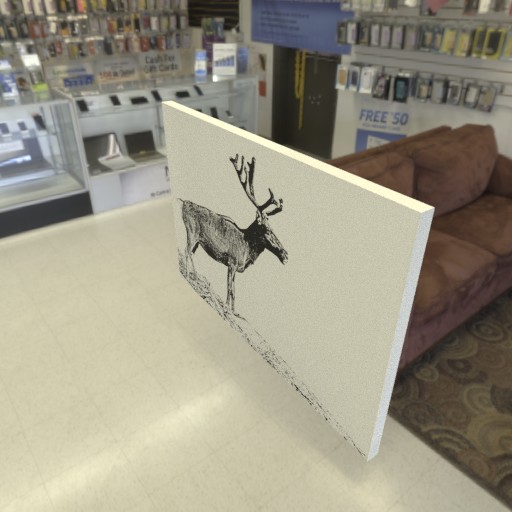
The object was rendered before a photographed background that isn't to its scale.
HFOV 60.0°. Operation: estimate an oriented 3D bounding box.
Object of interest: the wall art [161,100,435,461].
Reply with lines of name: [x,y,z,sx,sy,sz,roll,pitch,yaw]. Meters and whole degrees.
wall art: [0.000,0.000,1.153,0.033,0.617,0.906,-21,37,-30]
